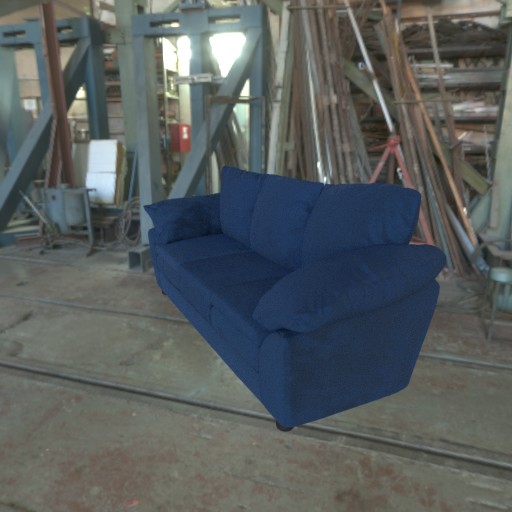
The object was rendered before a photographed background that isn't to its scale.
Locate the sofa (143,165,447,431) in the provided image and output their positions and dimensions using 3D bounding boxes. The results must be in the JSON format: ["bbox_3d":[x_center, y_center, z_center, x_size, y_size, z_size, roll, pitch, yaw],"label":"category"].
[{"bbox_3d":[0.000,0.000,2.865,0.907,1.091,2.390,-8,18,-26],"label":"sofa"}]
